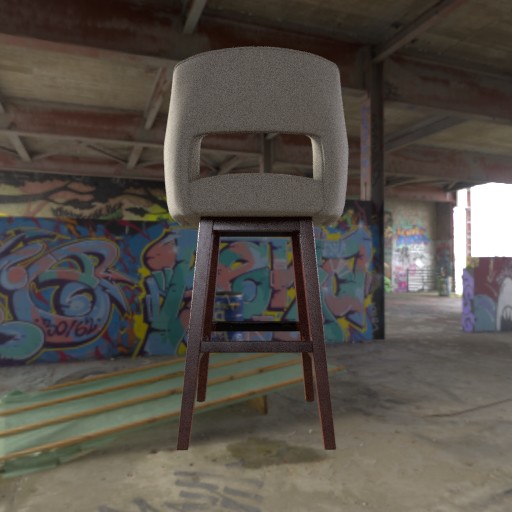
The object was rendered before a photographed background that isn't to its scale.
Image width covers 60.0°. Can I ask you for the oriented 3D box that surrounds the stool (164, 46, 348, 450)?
[{"bbox_3d":[0.000,0.000,1.369,0.550,1.041,0.560,0,-1,0],"label":"stool"}]
